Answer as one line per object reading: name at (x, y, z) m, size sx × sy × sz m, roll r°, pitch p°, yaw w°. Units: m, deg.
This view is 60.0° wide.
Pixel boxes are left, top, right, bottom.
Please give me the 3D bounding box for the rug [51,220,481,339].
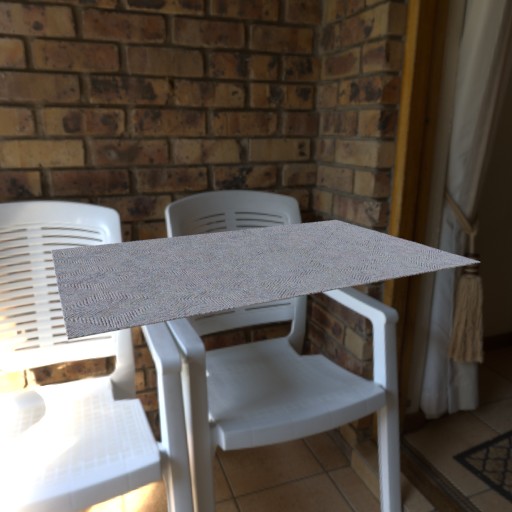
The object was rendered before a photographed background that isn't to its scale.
rug at (0.000, 0.000, 2.939) m, size 2.428 × 0.007 × 1.519 m, roll -8°, pitch 18°, yaw -25°
